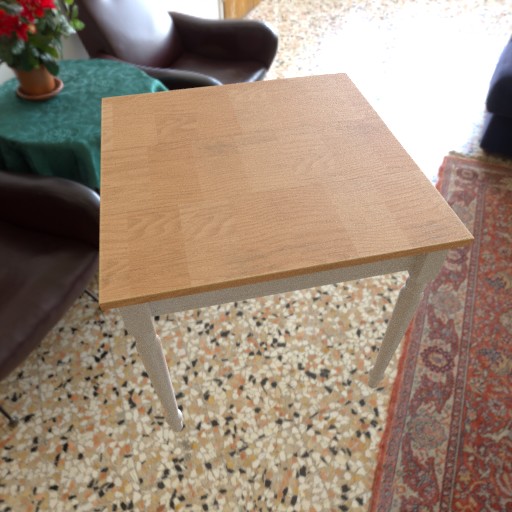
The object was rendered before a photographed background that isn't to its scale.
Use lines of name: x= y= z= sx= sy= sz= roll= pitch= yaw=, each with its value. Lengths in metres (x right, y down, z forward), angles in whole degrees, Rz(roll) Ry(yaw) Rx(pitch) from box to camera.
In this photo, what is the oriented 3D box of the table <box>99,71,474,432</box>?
table: x=0.000 y=0.000 z=1.366 sx=0.747 sy=0.738 sz=0.747 roll=-10 pitch=49 yaw=-8
